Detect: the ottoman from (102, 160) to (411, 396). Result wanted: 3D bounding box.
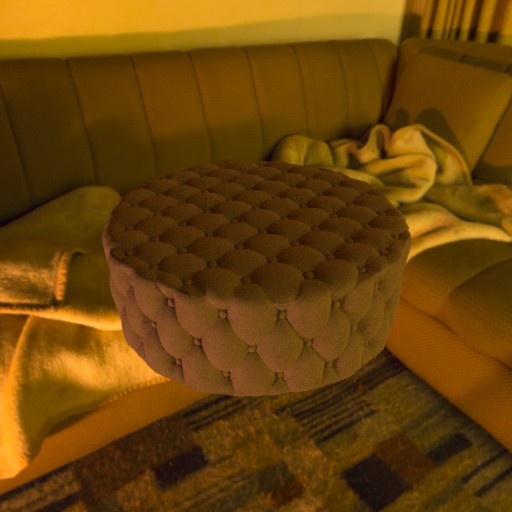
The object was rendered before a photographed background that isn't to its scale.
[{"bbox_3d":[0.000,0.000,1.551,0.998,0.399,0.998,0,32,0],"label":"ottoman"}]
